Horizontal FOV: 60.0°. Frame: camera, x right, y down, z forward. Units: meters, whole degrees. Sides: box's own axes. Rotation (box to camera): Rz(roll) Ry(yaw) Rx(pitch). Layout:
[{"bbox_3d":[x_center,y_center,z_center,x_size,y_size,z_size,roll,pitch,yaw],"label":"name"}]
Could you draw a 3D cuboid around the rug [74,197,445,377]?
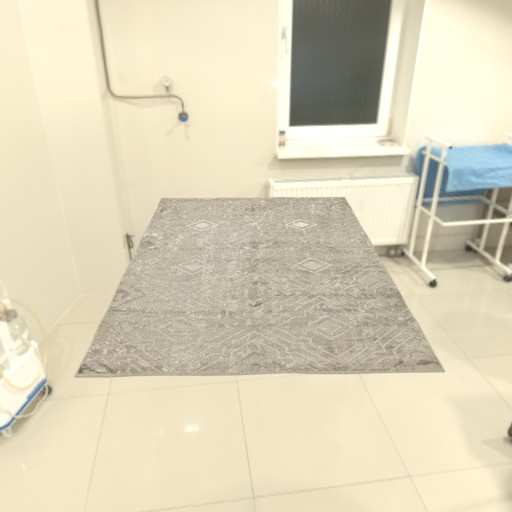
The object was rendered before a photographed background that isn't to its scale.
[{"bbox_3d":[0.000,0.000,4.388,2.448,0.020,3.359,-1,28,-1],"label":"rug"}]
